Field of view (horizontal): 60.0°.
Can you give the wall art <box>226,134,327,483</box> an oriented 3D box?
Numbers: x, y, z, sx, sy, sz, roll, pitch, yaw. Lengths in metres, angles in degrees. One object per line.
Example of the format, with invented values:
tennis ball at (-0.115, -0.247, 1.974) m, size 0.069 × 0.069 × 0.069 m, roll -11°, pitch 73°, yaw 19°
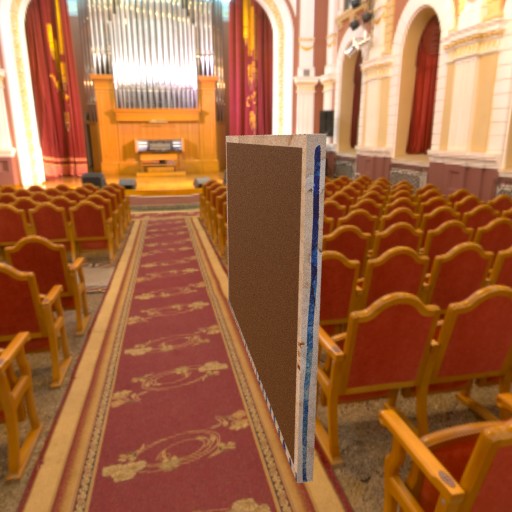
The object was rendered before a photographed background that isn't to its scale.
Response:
wall art at (0.000, 0.000, 1.160) m, size 0.030 × 0.609 × 0.919 m, roll -3°, pitch 15°, yaw -11°
